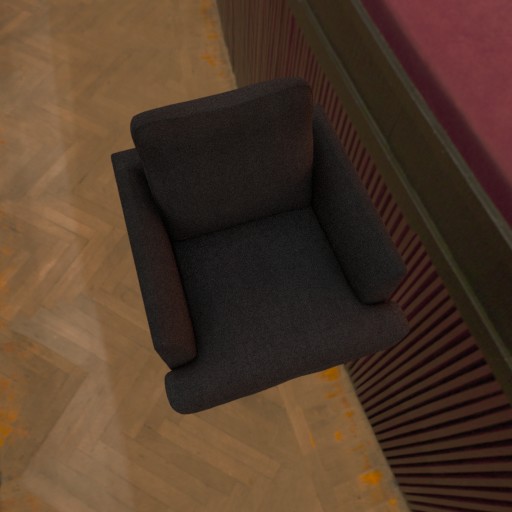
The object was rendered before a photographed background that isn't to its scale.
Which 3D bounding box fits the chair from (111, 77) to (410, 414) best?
[{"bbox_3d":[0.000,0.000,1.642,0.858,0.957,0.899,-16,65,-8],"label":"chair"}]
